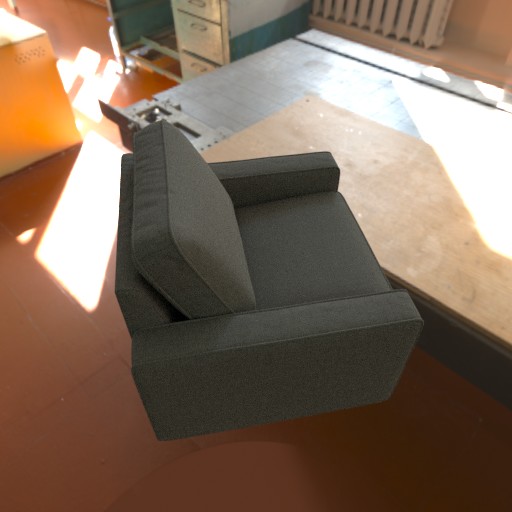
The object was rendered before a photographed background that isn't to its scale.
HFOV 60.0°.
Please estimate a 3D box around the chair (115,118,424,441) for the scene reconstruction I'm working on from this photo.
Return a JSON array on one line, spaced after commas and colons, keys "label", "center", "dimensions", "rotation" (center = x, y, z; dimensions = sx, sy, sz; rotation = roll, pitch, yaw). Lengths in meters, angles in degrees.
[{"label": "chair", "center": [0.000, 0.000, 1.755], "dimensions": [0.940, 0.919, 1.017], "rotation": [-8, 46, -7]}]
